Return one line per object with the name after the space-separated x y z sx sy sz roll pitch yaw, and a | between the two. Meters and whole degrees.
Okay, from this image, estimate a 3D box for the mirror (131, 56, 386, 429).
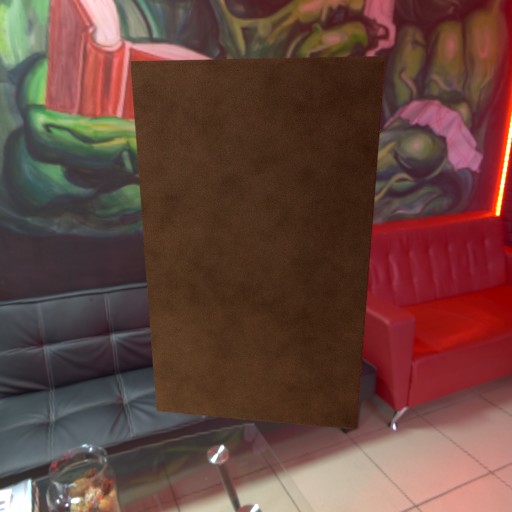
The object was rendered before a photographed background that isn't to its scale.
0.000 0.000 0.948 0.468 0.768 0.082 2 17 8 | mirror
